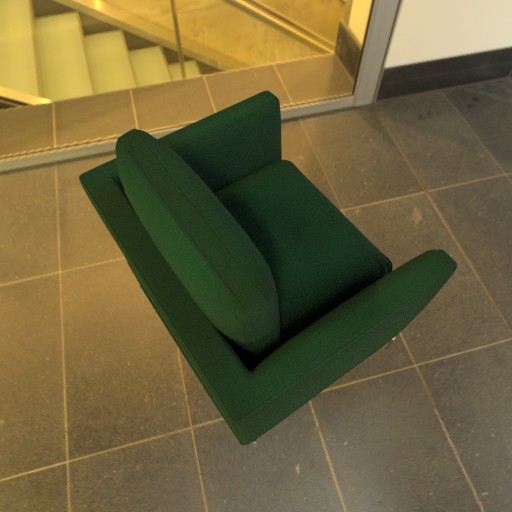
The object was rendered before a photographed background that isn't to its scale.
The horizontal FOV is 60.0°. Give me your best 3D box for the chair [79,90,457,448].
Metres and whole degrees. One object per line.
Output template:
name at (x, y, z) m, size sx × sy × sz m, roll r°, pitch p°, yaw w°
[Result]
chair at (0.000, 0.000, 1.696) m, size 0.852 × 0.997 × 1.047 m, roll -30°, pitch 63°, yaw -18°
